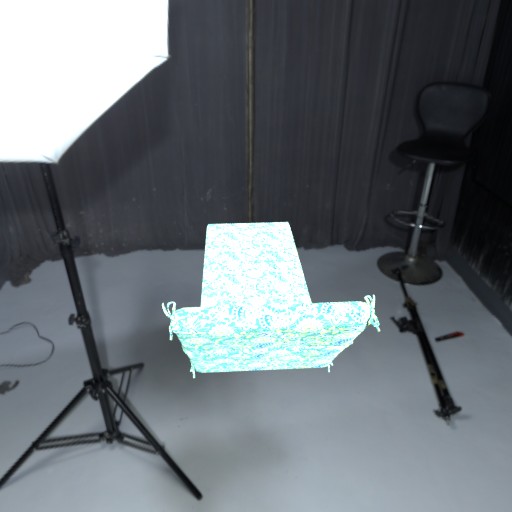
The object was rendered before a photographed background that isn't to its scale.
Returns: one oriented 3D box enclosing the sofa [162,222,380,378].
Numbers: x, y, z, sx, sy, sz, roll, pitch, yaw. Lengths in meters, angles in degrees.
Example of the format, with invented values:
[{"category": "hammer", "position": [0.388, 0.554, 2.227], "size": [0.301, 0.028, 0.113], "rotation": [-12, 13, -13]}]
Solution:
[{"category": "sofa", "position": [0.000, 0.000, 1.963], "size": [0.582, 0.622, 1.663], "rotation": [-2, 30, -3]}]
